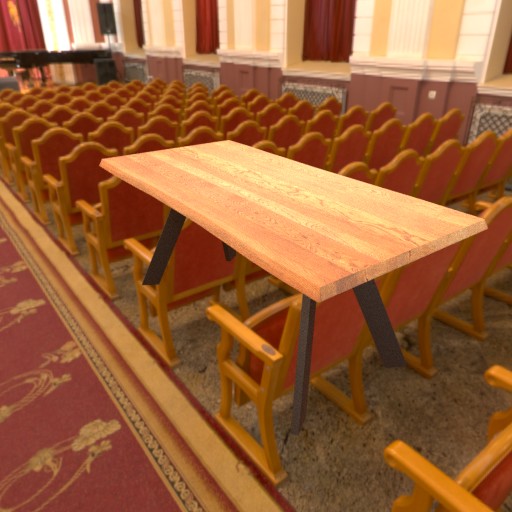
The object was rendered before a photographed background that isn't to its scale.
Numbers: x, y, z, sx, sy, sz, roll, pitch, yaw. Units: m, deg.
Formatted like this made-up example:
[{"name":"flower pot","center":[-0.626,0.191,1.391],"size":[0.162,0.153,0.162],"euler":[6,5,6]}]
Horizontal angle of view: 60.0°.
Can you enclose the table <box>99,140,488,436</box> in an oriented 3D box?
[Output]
[{"name":"table","center":[0.000,0.000,2.272],"size":[0.900,0.770,1.800],"euler":[-18,32,-32]}]
